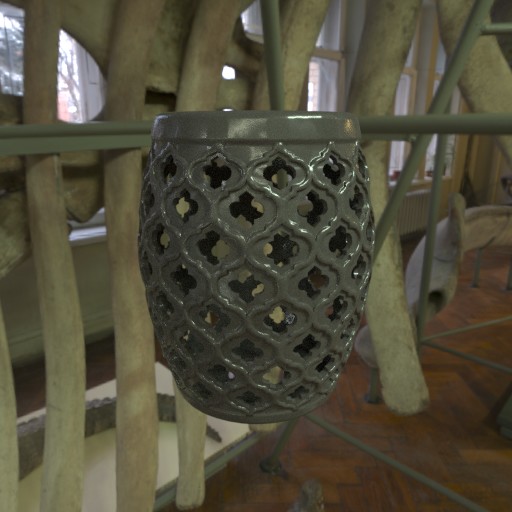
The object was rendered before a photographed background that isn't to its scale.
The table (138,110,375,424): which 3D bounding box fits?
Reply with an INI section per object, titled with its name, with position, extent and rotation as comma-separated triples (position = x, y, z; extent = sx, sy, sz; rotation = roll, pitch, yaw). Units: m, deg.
[table]
position = 0.000, 0.000, 0.634
extent = 0.325, 0.388, 0.325
rotation = 0, 16, 0
